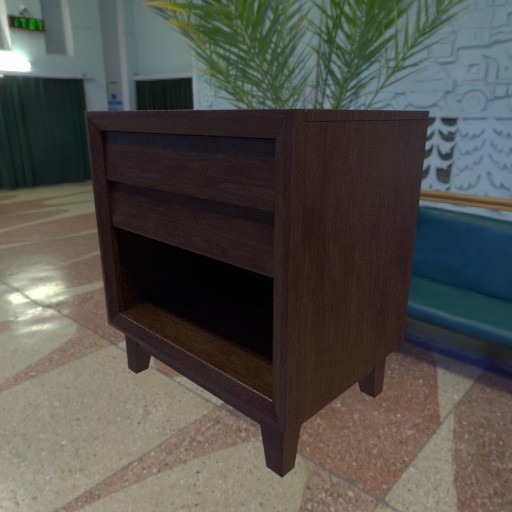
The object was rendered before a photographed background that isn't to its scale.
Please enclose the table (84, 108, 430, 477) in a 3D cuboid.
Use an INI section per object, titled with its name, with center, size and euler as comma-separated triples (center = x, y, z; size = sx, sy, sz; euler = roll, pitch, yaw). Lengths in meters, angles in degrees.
[table]
center = 0.000, 0.000, 0.980
size = 0.557, 0.609, 0.449
euler = 16, 24, 41
